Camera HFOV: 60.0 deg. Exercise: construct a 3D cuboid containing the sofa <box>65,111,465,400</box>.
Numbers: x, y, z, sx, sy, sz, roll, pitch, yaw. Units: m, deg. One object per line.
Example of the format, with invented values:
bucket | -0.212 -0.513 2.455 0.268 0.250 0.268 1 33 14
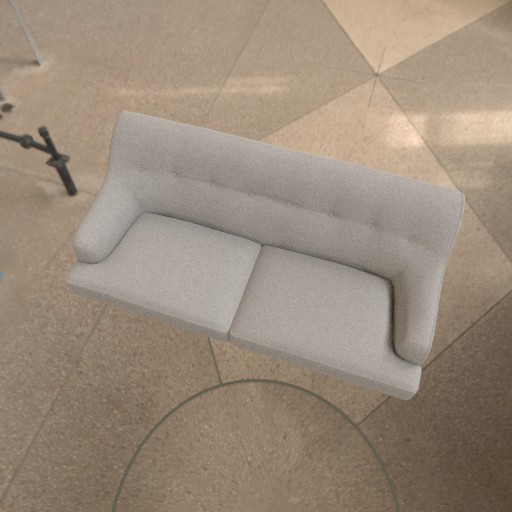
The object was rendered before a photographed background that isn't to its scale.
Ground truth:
sofa | 0.000 0.000 2.573 2.057 0.871 0.978 16 60 9
